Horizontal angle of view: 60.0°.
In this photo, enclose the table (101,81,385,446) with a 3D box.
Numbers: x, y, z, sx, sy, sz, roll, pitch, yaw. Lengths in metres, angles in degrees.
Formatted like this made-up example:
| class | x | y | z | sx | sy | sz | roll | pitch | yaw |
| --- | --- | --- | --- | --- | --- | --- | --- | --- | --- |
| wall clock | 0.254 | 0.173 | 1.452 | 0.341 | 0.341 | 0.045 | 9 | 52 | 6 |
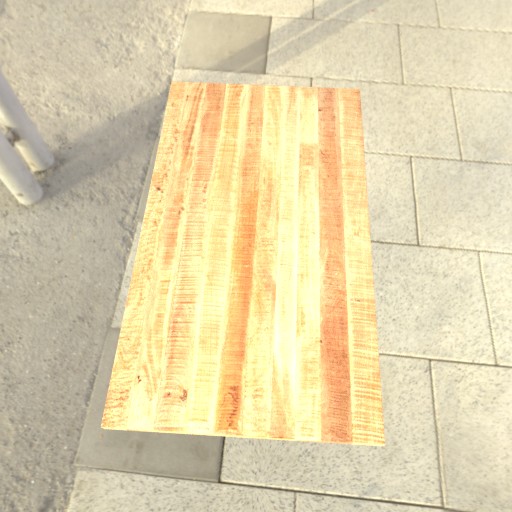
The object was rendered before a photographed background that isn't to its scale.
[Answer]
| class | x | y | z | sx | sy | sz | roll | pitch | yaw |
| --- | --- | --- | --- | --- | --- | --- | --- | --- | --- |
| table | 0.000 | 0.000 | 1.686 | 0.760 | 0.455 | 1.320 | 3 | 63 | 2 |
